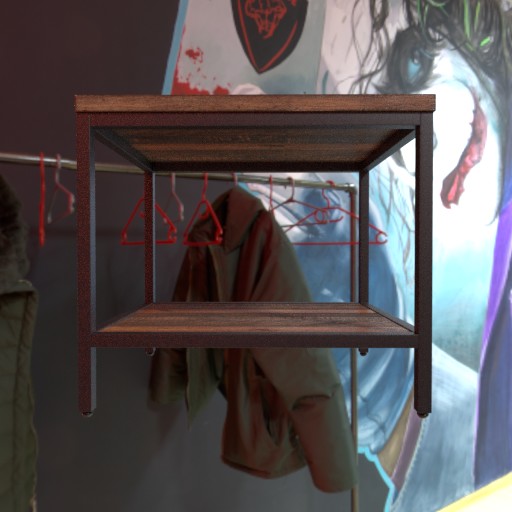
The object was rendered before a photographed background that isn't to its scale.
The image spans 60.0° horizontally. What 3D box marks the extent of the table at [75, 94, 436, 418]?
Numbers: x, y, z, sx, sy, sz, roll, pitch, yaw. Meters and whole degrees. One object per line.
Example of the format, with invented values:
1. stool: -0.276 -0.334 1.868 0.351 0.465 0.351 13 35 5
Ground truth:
1. table: 0.000 0.000 1.095 0.678 0.612 0.524 0 1 1
